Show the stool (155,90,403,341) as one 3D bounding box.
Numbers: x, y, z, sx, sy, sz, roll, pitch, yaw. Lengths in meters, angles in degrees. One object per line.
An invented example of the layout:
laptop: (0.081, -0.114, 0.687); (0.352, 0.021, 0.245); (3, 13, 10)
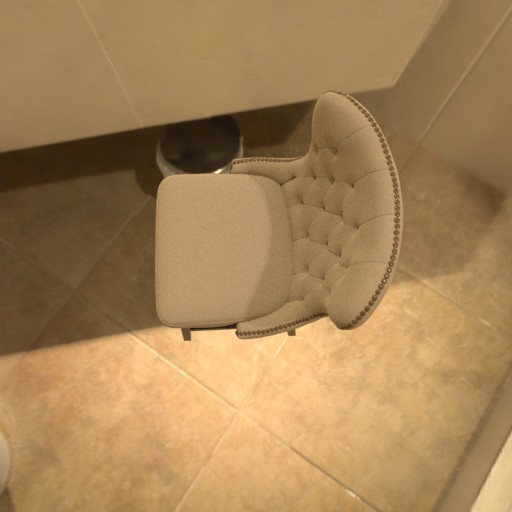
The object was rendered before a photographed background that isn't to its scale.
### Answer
stool: (0.000, 0.000, 1.347); (0.593, 0.971, 0.528); (-3, 76, -1)
